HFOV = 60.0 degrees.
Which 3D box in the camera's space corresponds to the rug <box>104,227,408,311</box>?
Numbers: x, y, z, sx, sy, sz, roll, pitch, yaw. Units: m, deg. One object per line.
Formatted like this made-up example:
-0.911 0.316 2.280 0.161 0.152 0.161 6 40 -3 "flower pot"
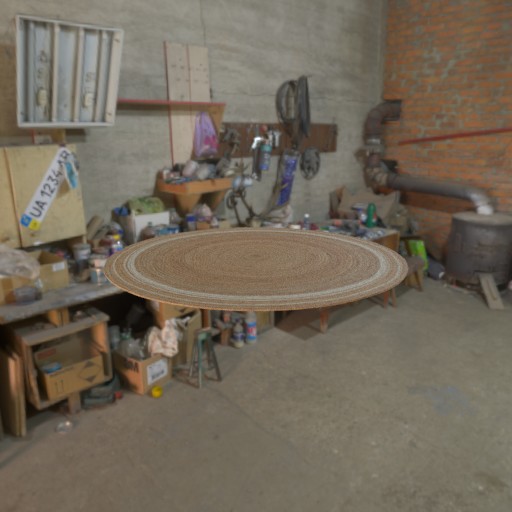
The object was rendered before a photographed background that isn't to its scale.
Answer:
0.000 0.000 3.749 2.444 0.015 2.444 0 15 0 "rug"
